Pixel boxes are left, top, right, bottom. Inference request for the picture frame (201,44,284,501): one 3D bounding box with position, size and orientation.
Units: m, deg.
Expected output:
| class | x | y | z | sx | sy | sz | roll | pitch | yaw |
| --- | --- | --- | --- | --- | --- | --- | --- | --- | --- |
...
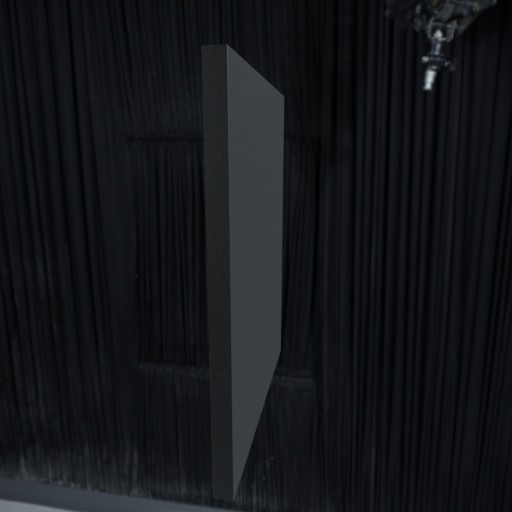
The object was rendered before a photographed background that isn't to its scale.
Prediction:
| class | x | y | z | sx | sy | sz | roll | pitch | yaw |
| --- | --- | --- | --- | --- | --- | --- | --- | --- | --- |
| picture frame | 0.000 | 0.000 | 0.743 | 0.028 | 0.556 | 0.460 | 3 | 14 | 11 |
